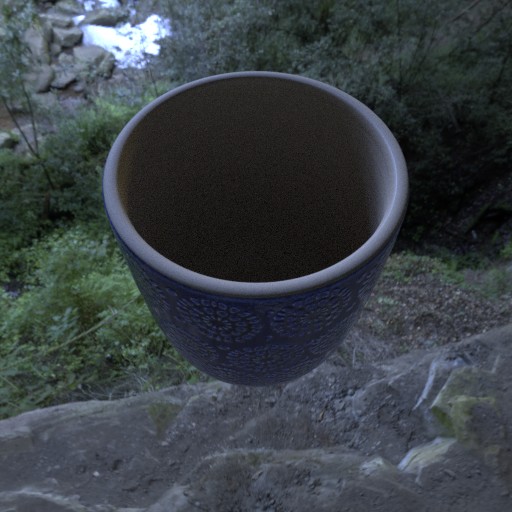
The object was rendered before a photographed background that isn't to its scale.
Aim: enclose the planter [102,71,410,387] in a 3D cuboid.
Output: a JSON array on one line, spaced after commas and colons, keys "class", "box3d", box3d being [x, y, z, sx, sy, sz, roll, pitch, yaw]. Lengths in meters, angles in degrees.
[{"class": "planter", "box3d": [0.000, 0.000, 0.350, 0.184, 0.206, 0.184, 0, 57, 0]}]
